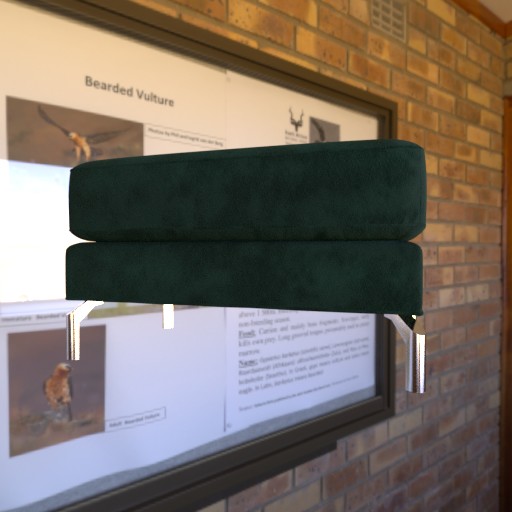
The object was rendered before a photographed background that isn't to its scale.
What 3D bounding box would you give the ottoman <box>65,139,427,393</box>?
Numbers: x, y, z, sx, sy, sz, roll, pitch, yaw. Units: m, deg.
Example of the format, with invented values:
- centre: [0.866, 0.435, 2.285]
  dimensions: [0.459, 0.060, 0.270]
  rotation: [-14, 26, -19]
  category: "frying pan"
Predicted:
- centre: [0.000, 0.000, 1.248]
  dimensions: [0.886, 0.533, 0.536]
  rotation: [0, 1, 18]
  category: "ottoman"
